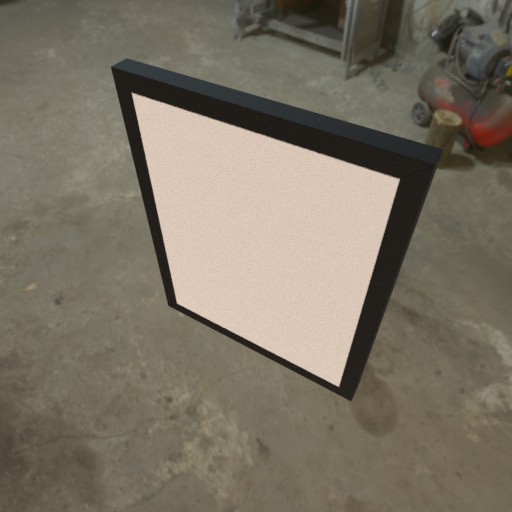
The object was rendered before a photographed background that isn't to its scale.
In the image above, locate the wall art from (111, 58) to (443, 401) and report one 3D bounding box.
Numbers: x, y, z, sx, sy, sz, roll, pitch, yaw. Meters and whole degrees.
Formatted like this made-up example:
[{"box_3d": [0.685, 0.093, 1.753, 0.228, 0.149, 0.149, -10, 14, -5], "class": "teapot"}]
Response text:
[{"box_3d": [0.000, 0.000, 0.546, 0.329, 0.404, 0.024, 24, 51, 20], "class": "wall art"}]
